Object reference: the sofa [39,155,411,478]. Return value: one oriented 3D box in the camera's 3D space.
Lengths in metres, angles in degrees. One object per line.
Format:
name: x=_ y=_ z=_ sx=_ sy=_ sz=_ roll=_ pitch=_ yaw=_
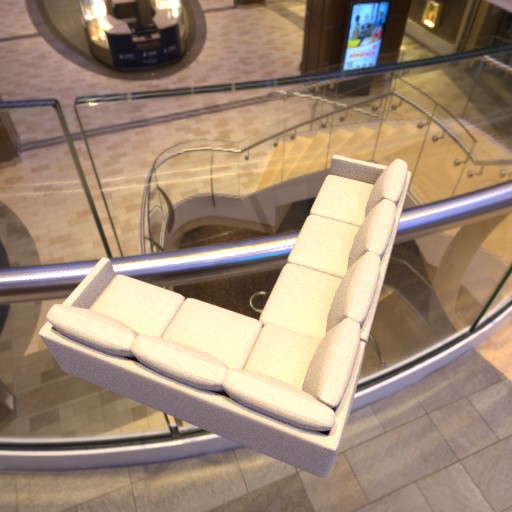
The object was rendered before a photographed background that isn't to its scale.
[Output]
sofa: x=0.000 y=0.000 z=4.456 sx=2.522 sy=0.934 sz=3.333 roll=16 pitch=49 yaw=15
